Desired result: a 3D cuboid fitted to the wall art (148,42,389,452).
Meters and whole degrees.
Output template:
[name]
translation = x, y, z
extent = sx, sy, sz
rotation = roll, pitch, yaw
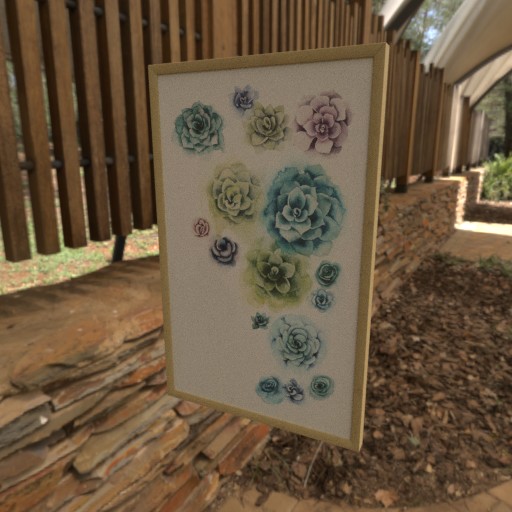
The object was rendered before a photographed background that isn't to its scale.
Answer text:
[wall art]
translation = 0.000, 0.000, 0.974
extent = 0.510, 0.810, 0.039
rotation = 7, 16, 25
